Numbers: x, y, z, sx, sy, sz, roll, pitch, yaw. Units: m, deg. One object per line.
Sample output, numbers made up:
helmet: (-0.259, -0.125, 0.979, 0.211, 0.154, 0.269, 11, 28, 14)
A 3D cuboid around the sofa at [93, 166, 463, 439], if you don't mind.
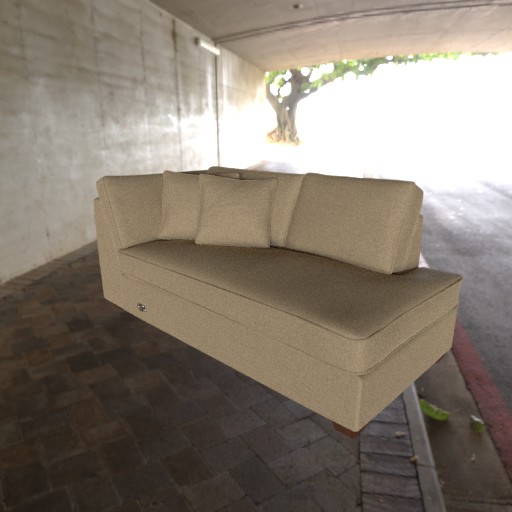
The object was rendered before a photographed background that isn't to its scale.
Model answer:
sofa: (0.000, 0.000, 2.845, 2.237, 1.033, 1.110, 15, 23, 41)
